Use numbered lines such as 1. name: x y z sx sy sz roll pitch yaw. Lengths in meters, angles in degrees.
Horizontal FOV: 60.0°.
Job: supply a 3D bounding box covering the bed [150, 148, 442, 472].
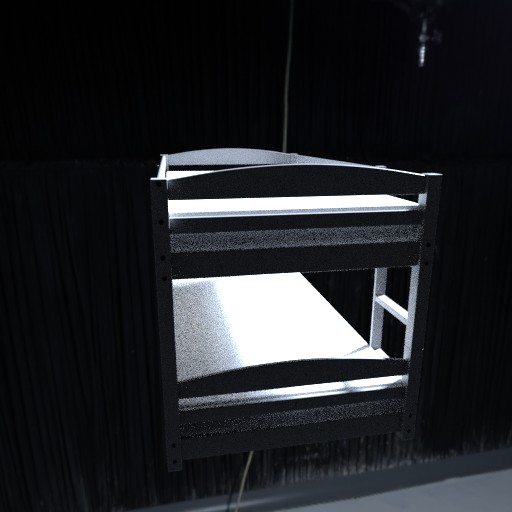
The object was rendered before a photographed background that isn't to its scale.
1. bed: 0.000 0.000 2.673 1.105 1.206 2.013 -3 15 -10
